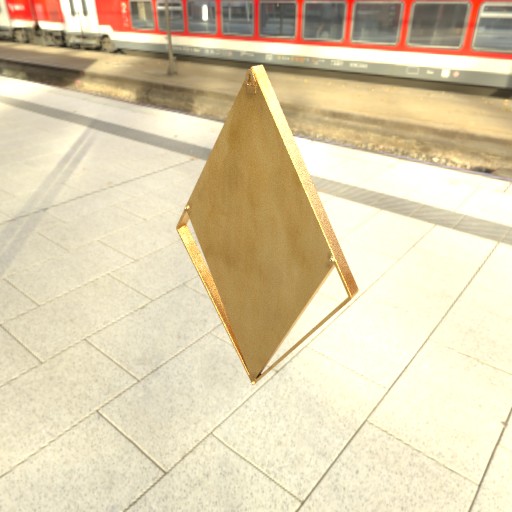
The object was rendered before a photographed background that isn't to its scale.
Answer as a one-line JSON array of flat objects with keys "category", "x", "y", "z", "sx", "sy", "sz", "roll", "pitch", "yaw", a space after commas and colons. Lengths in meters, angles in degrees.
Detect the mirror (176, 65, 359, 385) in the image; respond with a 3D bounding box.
[{"category": "mirror", "x": 0.000, "y": 0.000, "z": 0.854, "sx": 0.419, "sy": 0.679, "sz": 0.032, "roll": 21, "pitch": 37, "yaw": 32}]
